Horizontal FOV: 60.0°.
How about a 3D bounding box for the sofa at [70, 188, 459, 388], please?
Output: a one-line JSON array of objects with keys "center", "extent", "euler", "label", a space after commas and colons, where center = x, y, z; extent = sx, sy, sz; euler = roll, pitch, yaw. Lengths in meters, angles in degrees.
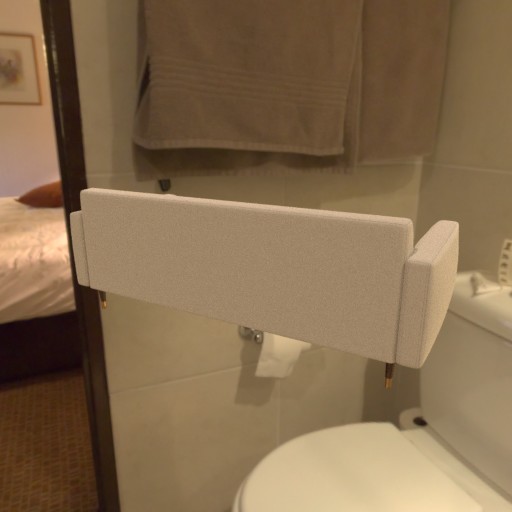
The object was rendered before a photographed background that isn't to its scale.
[{"center": [0.000, 0.000, 2.800], "extent": [2.291, 0.821, 0.990], "euler": [9, 19, 28], "label": "sofa"}]
